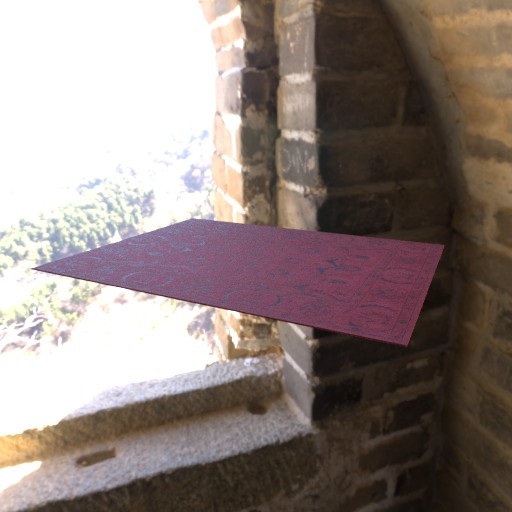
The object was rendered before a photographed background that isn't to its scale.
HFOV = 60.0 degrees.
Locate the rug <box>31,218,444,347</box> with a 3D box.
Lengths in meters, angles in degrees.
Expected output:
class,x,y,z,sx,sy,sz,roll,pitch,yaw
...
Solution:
class,x,y,z,sx,sy,sz,roll,pitch,yaw
rug,0.000,0.000,3.941,2.929,0.012,2.300,8,18,26
